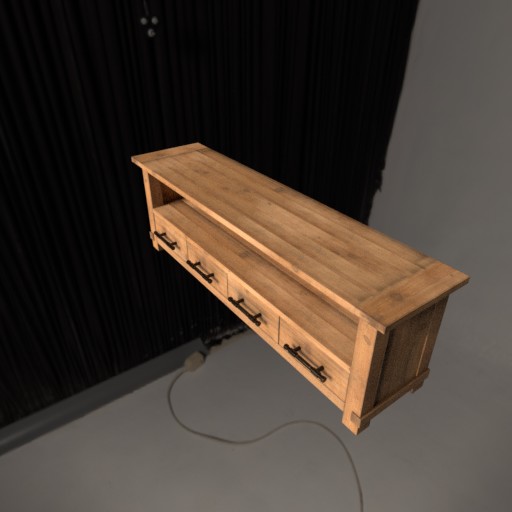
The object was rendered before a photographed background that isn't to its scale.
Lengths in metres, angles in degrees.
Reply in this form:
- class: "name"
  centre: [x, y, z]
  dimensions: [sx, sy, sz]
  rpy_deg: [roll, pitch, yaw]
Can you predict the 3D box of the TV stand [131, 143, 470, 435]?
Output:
- class: "TV stand"
  centre: [0.000, 0.000, 2.134]
  dimensions: [0.453, 0.573, 1.804]
  rpy_deg: [-21, 38, -30]
